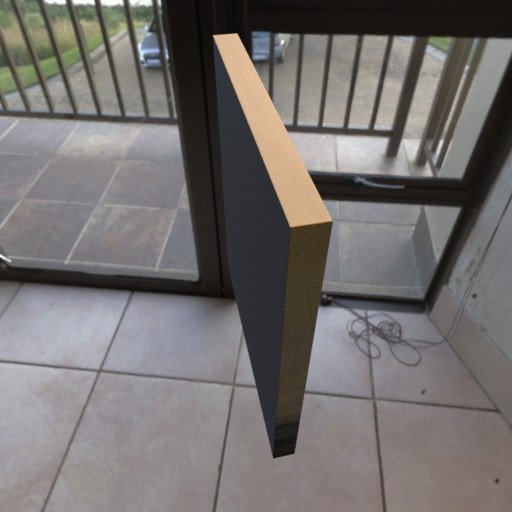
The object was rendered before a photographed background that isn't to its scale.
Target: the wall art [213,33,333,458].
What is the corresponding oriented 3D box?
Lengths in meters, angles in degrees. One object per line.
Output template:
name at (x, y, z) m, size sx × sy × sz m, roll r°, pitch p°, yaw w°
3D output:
wall art at (0.000, 0.000, 0.696) m, size 0.037 × 0.511 × 0.435 m, roll -9°, pitch 46°, yaw -8°
